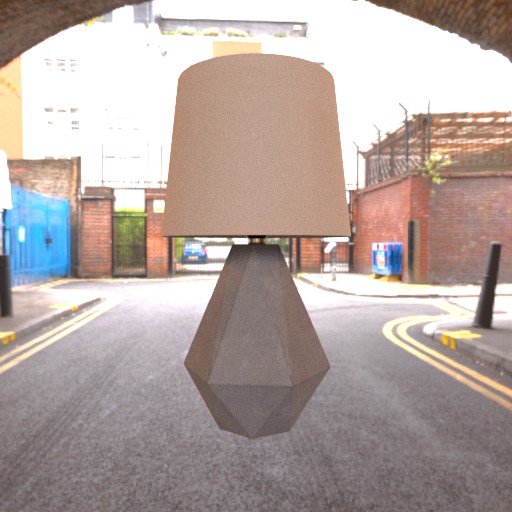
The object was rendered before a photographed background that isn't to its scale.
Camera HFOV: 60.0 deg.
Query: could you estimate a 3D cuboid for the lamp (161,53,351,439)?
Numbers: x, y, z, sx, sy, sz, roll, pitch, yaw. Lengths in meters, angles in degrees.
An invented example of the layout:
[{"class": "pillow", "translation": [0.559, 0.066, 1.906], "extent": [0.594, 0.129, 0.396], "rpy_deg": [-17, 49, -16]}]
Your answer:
[{"class": "lamp", "translation": [0.000, 0.000, 0.660], "extent": [0.276, 0.501, 0.276], "rpy_deg": [0, 2, 0]}]
